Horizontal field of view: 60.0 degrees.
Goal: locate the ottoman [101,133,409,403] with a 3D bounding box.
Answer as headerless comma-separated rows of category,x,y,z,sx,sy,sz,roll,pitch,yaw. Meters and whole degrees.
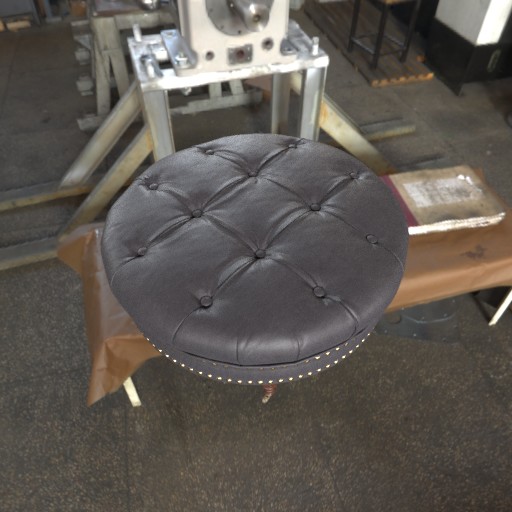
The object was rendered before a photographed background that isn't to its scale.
ottoman,0.000,0.000,1.422,0.901,0.439,0.901,0,47,0
